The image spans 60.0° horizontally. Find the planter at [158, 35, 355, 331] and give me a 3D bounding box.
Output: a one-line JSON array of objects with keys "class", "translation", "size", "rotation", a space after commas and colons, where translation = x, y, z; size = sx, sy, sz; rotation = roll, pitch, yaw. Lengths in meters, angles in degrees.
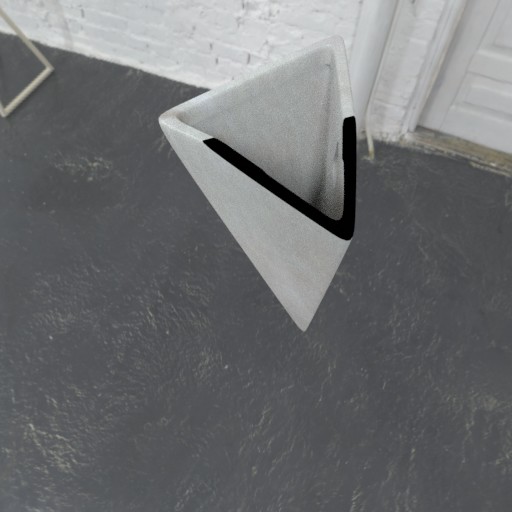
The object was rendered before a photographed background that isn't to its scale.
[{"class": "planter", "translation": [0.000, 0.000, 0.157], "size": [0.047, 0.130, 0.058], "rotation": [1, 58, 1]}]
